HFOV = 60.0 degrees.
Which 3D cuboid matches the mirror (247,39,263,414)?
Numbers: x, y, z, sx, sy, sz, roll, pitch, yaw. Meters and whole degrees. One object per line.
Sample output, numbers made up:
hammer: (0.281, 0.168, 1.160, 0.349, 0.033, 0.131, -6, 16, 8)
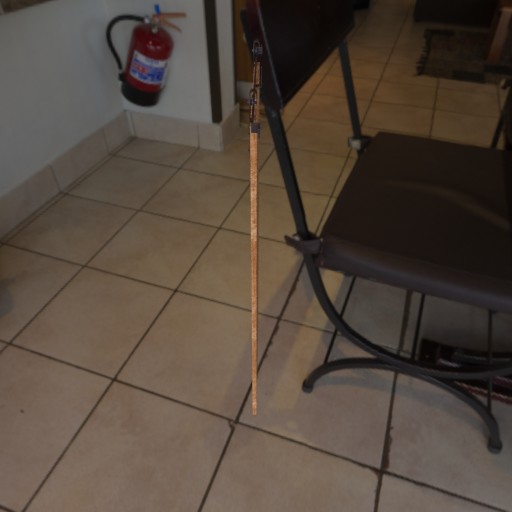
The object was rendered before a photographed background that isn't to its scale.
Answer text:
mirror: (0.000, 0.000, 2.139, 0.042, 1.793, 0.847, 1, 41, 1)
